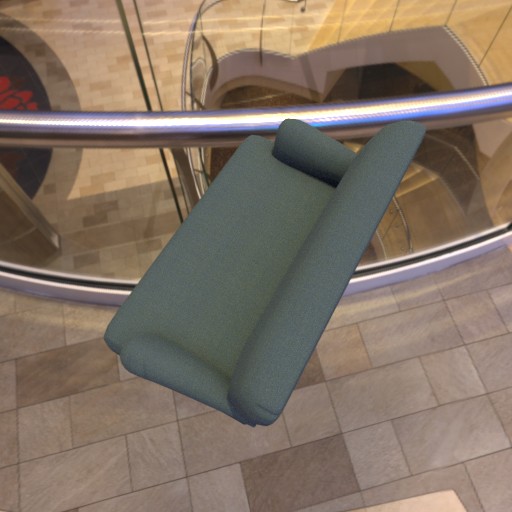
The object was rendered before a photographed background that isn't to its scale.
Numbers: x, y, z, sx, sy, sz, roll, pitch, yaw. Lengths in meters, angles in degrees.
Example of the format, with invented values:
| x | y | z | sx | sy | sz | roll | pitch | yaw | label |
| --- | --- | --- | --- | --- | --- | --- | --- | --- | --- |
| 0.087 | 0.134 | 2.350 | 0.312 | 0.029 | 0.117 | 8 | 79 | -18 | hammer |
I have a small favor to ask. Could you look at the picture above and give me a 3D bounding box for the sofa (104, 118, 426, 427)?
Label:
| x | y | z | sx | sy | sz | roll | pitch | yaw | label |
| --- | --- | --- | --- | --- | --- | --- | --- | --- | --- |
| 0.000 | 0.000 | 1.845 | 0.779 | 0.889 | 1.297 | 27 | 67 | 12 | sofa |
